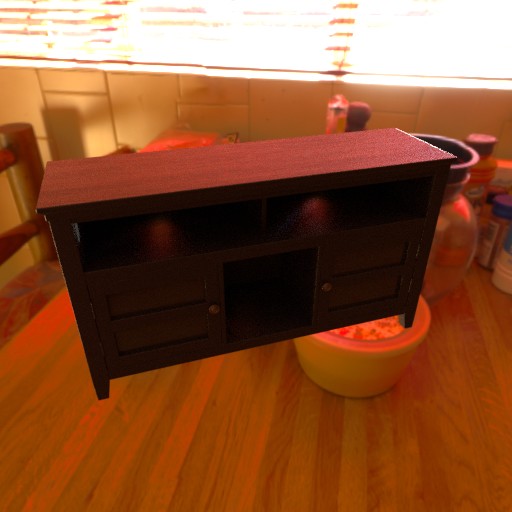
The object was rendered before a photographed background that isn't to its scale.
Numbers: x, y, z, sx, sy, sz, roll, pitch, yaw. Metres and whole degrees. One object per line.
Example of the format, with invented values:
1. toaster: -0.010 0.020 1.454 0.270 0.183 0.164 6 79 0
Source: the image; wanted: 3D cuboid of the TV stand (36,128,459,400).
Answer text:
1. TV stand: 0.000 0.000 1.512 1.198 0.681 0.347 -10 33 -15
